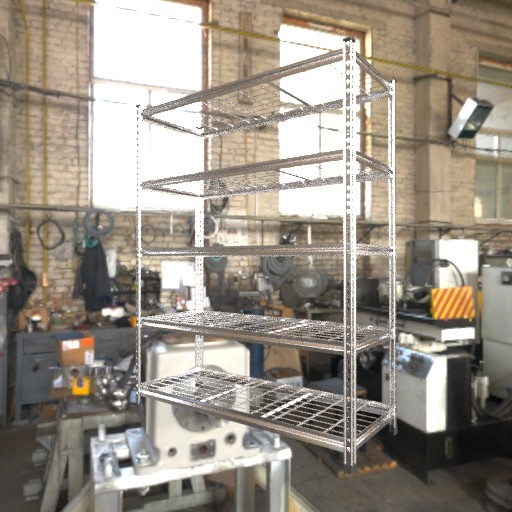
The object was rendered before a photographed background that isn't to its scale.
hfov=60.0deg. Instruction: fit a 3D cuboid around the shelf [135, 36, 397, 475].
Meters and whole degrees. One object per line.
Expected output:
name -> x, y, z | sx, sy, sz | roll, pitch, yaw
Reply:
shelf -> 0.000, 0.000, 2.694 | 1.524, 1.981, 0.610 | 0, -1, 36
